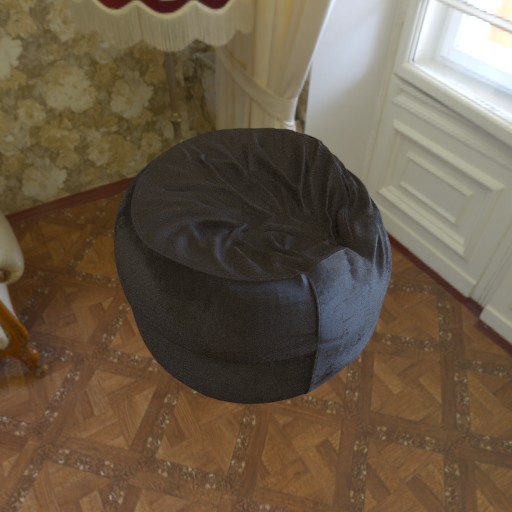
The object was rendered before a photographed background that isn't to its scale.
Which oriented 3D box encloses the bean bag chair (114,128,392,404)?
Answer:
[{"bbox_3d":[0.000,0.000,1.559,0.918,0.605,0.918,0,46,0],"label":"bean bag chair"}]
